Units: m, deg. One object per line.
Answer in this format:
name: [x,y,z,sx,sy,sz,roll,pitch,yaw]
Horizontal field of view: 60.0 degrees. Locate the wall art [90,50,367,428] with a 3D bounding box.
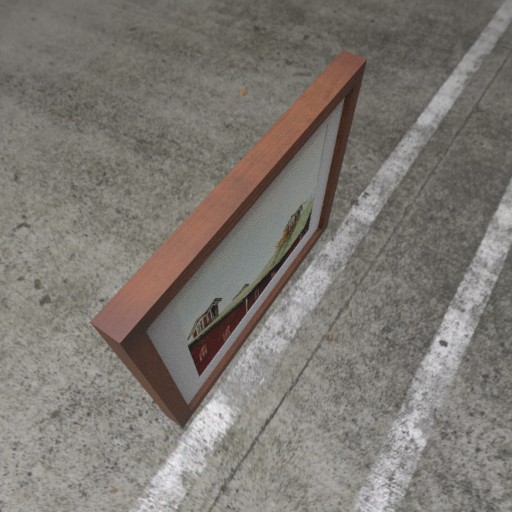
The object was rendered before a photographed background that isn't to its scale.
wall art: [0.000,0.000,0.554,0.030,0.328,0.401,30,63,17]
